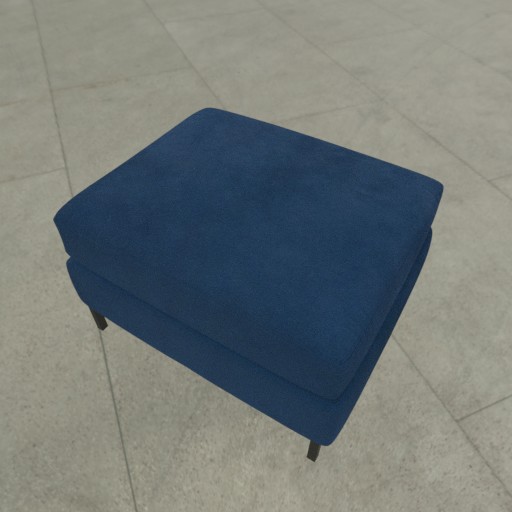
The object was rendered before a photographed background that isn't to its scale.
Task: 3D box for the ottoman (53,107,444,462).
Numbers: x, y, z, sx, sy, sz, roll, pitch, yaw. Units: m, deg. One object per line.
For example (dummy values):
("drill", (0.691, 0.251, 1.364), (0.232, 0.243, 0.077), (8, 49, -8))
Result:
("ottoman", (0.000, 0.000, 1.203), (0.794, 0.485, 0.655), (24, 51, 21))
